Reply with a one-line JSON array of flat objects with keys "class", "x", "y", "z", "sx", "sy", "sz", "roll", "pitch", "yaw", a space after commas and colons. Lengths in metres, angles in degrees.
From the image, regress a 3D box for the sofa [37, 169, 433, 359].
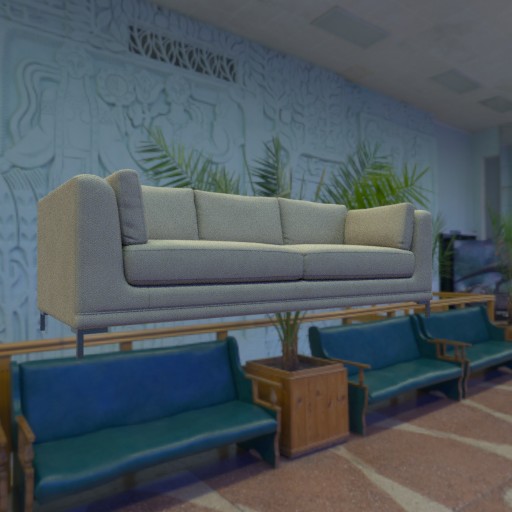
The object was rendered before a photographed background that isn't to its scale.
[{"class": "sofa", "x": 0.000, "y": 0.000, "z": 2.853, "sx": 2.415, "sy": 0.867, "sz": 0.969, "roll": 0, "pitch": -1, "yaw": -35}]
